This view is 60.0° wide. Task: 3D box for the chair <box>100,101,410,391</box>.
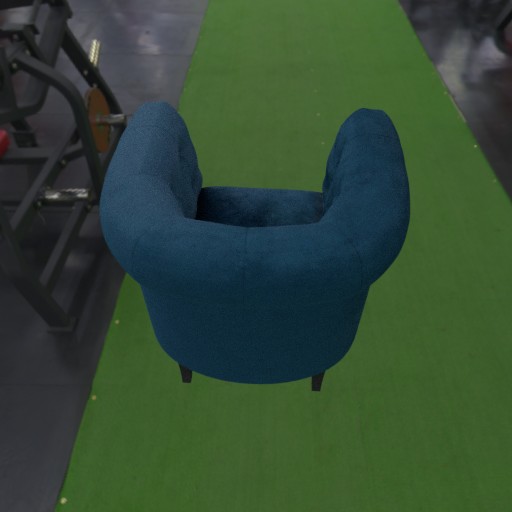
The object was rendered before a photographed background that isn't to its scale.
[{"bbox_3d":[0.000,0.000,1.543,0.904,0.826,0.851,3,47,3],"label":"chair"}]
